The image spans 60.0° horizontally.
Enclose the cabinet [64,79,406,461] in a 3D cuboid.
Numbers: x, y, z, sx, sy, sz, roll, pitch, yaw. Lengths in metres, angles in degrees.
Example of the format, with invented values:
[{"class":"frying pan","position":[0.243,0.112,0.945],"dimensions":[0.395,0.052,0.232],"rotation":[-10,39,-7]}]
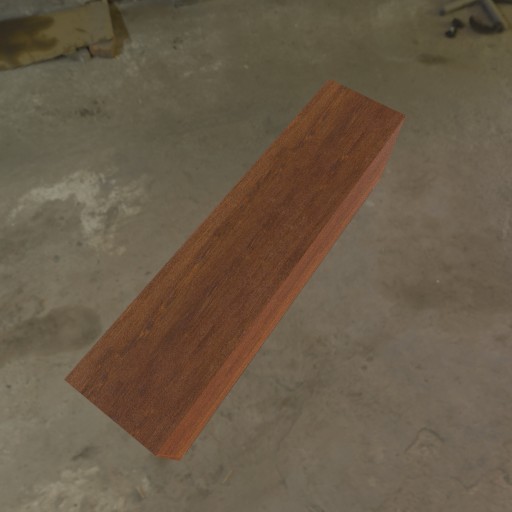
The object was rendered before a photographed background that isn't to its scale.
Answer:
[{"class":"cabinet","position":[0.000,0.000,1.858],"dimensions":[0.419,0.510,1.600],"rotation":[32,68,15]}]
